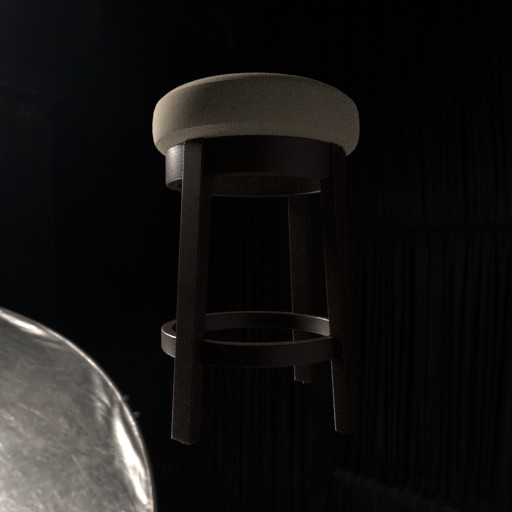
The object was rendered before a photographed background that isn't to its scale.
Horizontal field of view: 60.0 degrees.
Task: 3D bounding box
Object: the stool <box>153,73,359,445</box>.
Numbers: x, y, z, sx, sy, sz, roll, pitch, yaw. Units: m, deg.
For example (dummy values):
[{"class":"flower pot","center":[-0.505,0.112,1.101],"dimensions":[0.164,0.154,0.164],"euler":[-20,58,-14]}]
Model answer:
[{"class":"stool","center":[0.000,0.000,0.952],"dimensions":[0.449,0.655,0.449],"euler":[0,1,0]}]
